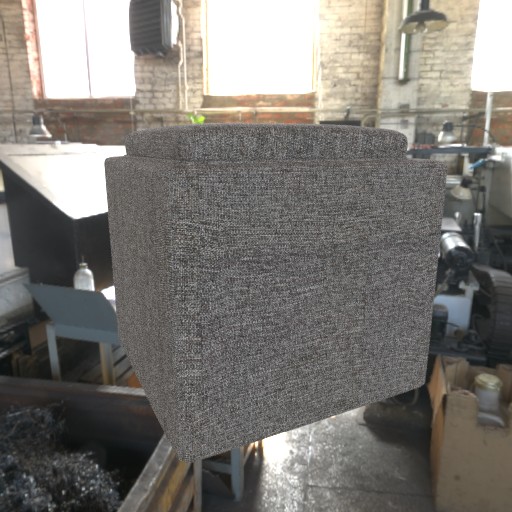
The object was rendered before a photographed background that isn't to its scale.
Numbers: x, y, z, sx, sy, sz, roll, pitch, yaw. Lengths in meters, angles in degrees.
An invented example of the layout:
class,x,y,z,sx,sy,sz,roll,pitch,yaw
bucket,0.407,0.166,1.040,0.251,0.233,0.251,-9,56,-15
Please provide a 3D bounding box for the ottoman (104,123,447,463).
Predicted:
class,x,y,z,sx,sy,sz,roll,pitch,yaw
ottoman,0.000,0.000,0.816,0.450,0.460,0.450,-7,16,-26
